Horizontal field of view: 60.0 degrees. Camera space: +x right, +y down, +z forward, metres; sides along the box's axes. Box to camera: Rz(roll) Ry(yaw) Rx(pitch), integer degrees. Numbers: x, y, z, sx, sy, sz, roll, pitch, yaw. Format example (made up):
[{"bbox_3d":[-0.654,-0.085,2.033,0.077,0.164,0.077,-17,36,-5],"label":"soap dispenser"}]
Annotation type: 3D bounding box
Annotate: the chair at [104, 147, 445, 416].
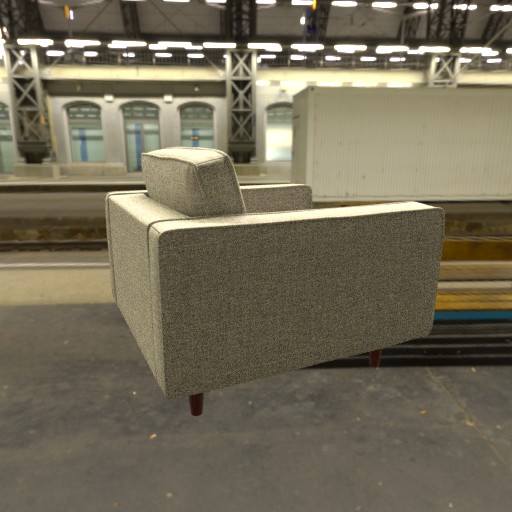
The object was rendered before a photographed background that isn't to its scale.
[{"bbox_3d":[0.000,0.000,1.598,0.914,0.765,0.889,-7,16,-25],"label":"chair"}]
